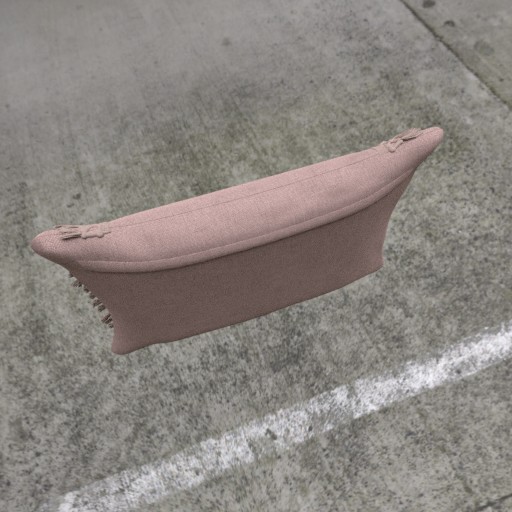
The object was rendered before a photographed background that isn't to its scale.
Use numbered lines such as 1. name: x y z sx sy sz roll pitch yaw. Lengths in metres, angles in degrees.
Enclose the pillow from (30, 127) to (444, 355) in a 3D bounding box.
1. pillow: 0.000 0.000 0.592 0.466 0.305 0.084 -17 58 -11
